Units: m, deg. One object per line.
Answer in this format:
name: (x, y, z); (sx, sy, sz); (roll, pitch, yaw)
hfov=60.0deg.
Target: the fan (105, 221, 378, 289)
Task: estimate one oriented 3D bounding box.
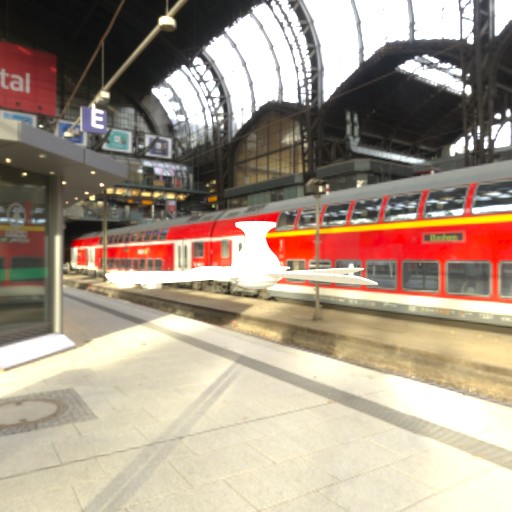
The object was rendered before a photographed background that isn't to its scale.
fan: (0.000, 0.000, 2.565); (1.693, 0.382, 1.694); (0, 0, -34)
